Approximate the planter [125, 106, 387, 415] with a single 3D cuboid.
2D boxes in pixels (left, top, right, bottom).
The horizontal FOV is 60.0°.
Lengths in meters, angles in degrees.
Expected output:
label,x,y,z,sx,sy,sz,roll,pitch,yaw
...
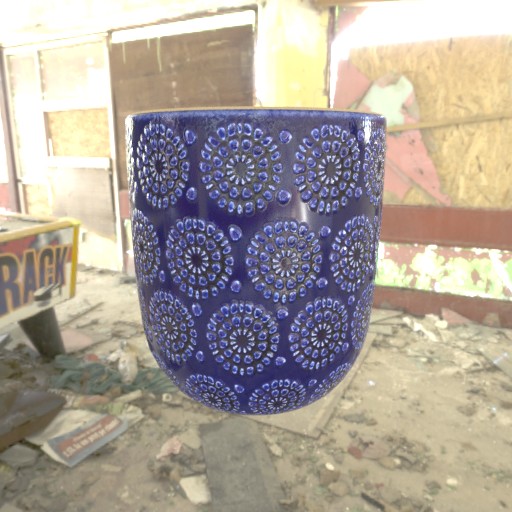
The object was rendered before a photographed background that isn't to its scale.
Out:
label,x,y,z,sx,sy,sz,roll,pitch,yaw
planter,0.000,0.000,0.344,0.184,0.206,0.184,0,14,0
